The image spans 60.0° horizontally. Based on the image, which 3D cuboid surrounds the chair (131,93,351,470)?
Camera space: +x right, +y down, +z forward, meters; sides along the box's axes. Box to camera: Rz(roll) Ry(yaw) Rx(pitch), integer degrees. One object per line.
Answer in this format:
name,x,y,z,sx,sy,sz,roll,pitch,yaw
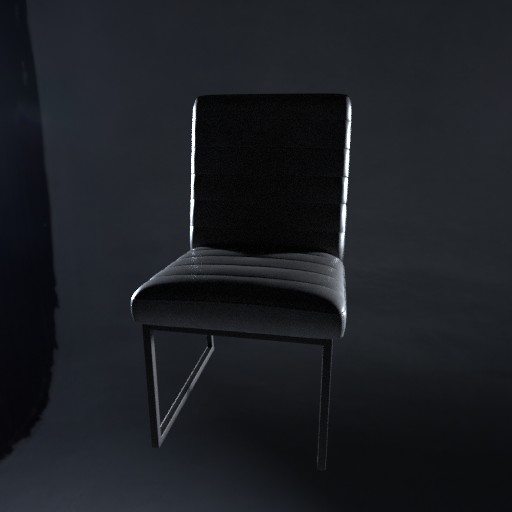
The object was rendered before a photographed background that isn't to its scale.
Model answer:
chair,0.000,0.000,1.305,0.520,0.930,0.634,3,17,10
